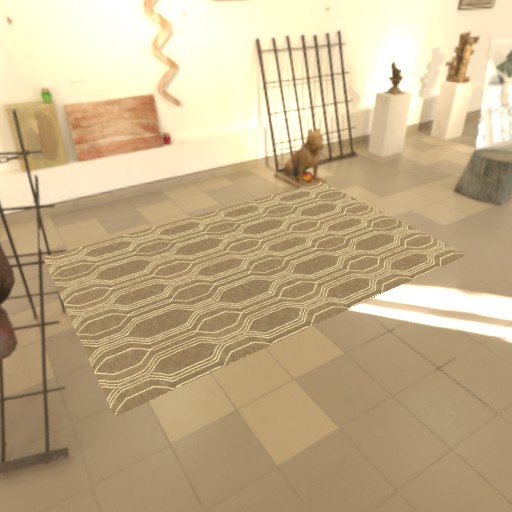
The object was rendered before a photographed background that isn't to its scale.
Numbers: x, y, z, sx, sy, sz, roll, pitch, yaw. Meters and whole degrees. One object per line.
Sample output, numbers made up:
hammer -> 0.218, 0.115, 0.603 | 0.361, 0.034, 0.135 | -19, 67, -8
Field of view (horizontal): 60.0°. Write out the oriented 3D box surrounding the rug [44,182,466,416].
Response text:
rug -> 0.000, 0.000, 3.035 | 2.457, 0.012, 1.541 | -19, 36, -27
